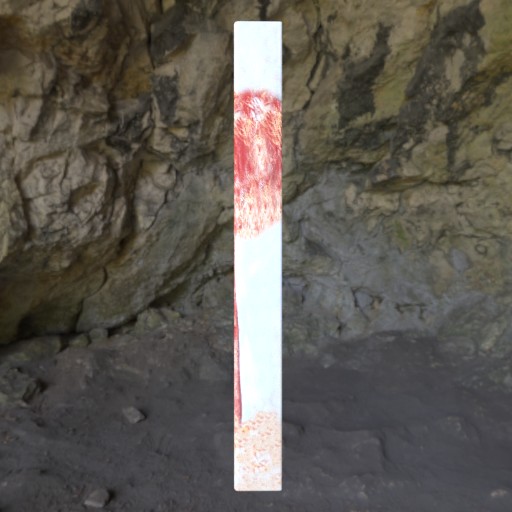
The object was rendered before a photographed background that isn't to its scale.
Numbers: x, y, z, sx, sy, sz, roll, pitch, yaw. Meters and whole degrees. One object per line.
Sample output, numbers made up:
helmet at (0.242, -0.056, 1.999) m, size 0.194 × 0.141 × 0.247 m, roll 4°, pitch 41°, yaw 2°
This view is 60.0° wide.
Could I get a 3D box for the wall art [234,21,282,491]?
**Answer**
wall art at (0.000, 0.000, 0.483) m, size 0.039 × 0.380 × 0.251 m, roll 0°, pitch 0°, yaw -1°
